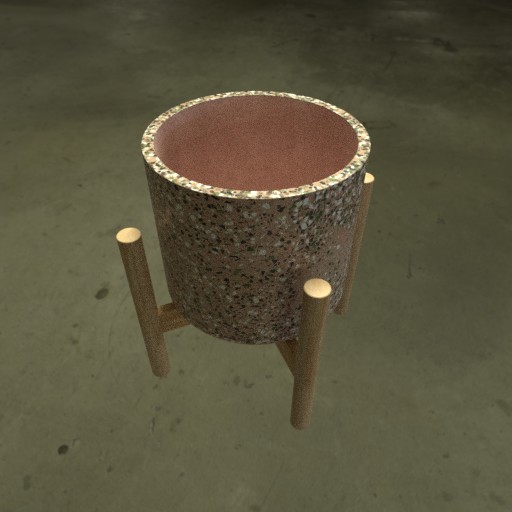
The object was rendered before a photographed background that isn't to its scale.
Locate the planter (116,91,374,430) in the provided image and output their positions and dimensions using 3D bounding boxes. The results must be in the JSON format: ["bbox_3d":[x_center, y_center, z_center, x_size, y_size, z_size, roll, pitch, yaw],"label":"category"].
[{"bbox_3d":[0.000,0.000,0.543,0.284,0.320,0.284,0,42,0],"label":"planter"}]
